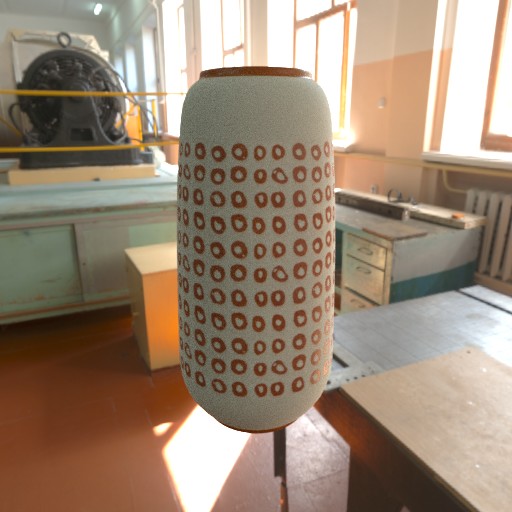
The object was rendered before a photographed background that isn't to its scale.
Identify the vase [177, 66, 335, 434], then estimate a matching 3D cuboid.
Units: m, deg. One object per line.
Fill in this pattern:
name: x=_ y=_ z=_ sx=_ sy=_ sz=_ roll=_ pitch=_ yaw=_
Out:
vase: x=0.000 y=0.000 z=0.366 sx=0.133 sy=0.282 sz=0.133 roll=0 pitch=17 yaw=0
